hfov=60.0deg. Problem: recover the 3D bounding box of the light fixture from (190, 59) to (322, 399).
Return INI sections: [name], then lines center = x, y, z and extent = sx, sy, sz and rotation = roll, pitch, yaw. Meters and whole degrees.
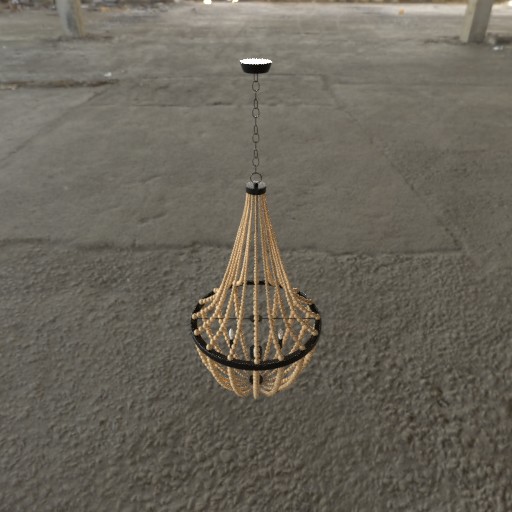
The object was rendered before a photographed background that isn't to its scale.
[light fixture]
center = 0.000, 0.000, 1.395
extent = 0.450, 1.133, 0.450
rotation = 0, 32, 0
